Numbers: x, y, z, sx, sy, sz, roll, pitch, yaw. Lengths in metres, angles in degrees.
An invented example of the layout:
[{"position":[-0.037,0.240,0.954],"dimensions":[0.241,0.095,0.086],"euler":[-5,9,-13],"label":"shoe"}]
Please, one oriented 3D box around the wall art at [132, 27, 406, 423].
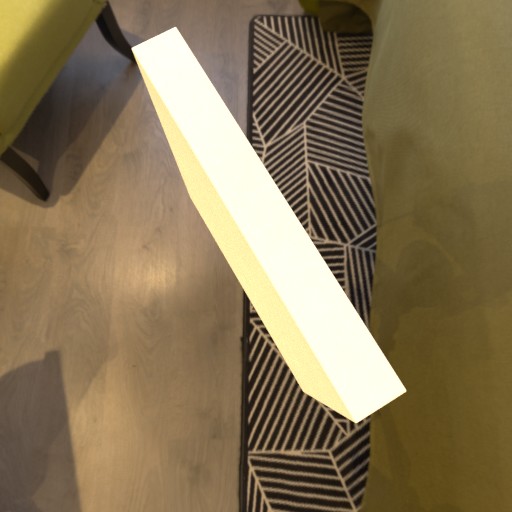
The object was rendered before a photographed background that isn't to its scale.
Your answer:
[{"position":[0.000,0.000,0.449],"dimensions":[0.038,0.305,0.305],"euler":[-29,78,-7],"label":"wall art"}]
